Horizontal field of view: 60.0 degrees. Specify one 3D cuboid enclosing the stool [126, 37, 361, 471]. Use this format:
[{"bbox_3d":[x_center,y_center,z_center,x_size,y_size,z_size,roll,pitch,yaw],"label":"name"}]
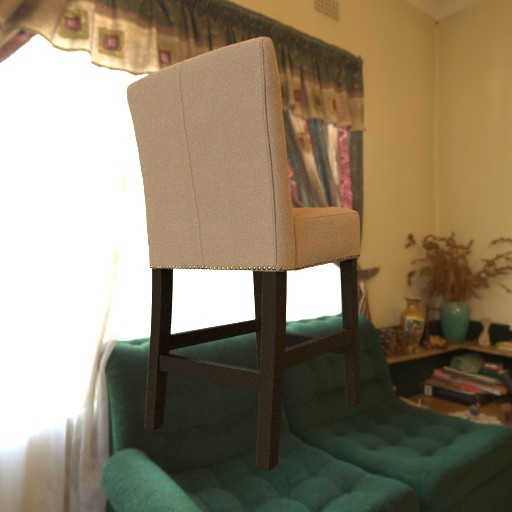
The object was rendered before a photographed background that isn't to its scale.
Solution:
[{"bbox_3d":[0.000,0.000,1.202,0.427,0.885,0.571,0,0,36],"label":"stool"}]
